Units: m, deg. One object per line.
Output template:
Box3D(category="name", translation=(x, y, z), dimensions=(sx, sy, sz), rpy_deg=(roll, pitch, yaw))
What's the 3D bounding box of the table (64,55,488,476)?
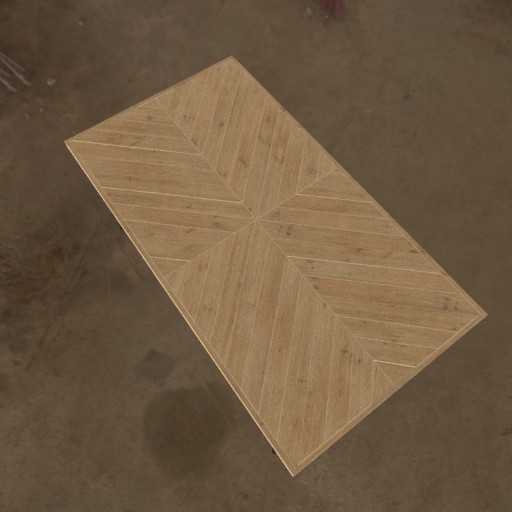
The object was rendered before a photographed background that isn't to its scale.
Box3D(category="table", translation=(0.000, 0.000, 2.310), dimensions=(0.991, 0.762, 1.803), rpy_deg=(-33, 69, -14))
